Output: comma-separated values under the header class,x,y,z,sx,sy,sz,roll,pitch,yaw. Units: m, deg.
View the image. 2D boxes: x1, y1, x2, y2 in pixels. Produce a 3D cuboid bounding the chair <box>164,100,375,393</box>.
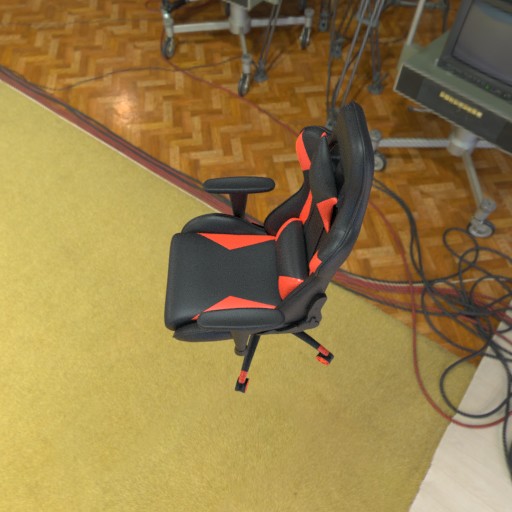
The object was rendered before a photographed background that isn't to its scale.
class,x,y,z,sx,sy,sz,roll,pitch,yaw
chair,0.000,0.000,1.695,0.730,1.282,0.695,-2,57,-1
